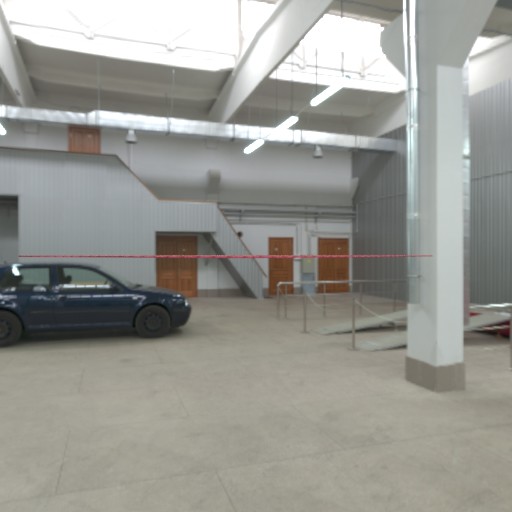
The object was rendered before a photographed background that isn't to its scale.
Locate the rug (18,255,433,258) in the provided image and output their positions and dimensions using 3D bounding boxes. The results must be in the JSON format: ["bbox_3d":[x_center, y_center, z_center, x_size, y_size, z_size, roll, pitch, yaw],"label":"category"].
[{"bbox_3d":[0.000,0.000,2.798,1.579,0.007,2.184,0,0,36],"label":"rug"}]
